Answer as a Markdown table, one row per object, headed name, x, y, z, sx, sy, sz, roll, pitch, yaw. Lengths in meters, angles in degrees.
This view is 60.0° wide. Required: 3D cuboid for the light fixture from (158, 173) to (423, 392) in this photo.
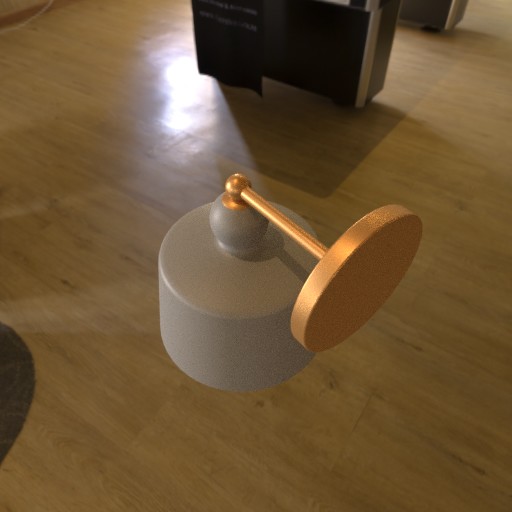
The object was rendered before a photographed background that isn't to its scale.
| name | x | y | z | sx | sy | sz | roll | pitch | yaw |
| --- | --- | --- | --- | --- | --- | --- | --- | --- | --- |
| light fixture | 0.000 | 0.000 | 0.444 | 0.204 | 0.268 | 0.254 | -31 | 55 | -26 |
